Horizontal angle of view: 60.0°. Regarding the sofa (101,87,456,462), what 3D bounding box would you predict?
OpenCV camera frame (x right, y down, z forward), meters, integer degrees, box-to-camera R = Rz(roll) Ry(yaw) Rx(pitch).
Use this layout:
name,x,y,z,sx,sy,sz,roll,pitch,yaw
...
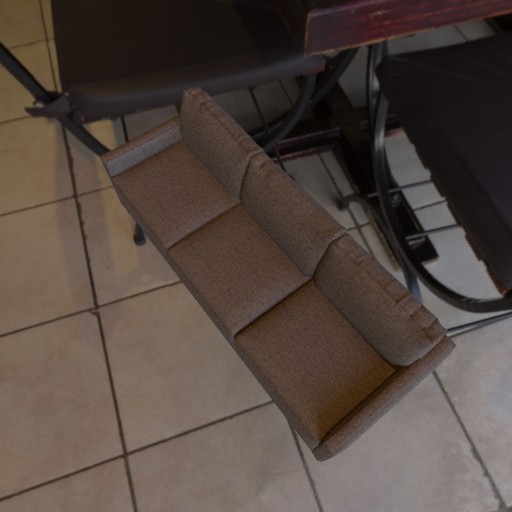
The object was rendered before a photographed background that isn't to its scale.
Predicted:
name,x,y,z,sx,sy,sz,roll,pitch,yaw
sofa,0.000,0.000,2.695,0.876,0.882,2.253,-34,67,-17
